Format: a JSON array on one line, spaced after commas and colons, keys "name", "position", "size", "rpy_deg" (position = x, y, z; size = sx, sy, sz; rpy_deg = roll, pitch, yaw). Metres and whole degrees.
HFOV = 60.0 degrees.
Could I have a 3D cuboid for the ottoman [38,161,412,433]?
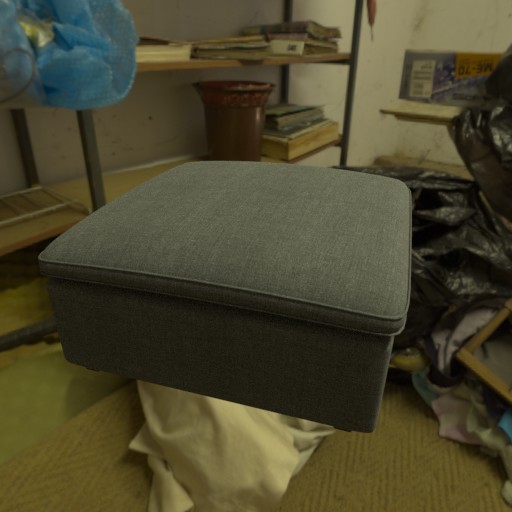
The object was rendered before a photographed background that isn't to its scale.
[{"name": "ottoman", "position": [0.000, 0.000, 1.674], "size": [1.067, 0.559, 1.067], "rpy_deg": [8, 28, 16]}]
